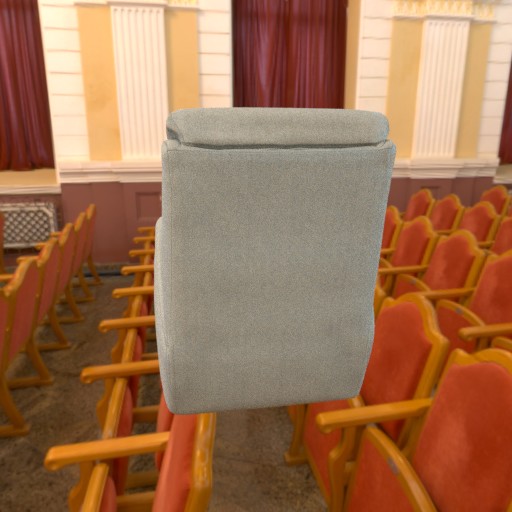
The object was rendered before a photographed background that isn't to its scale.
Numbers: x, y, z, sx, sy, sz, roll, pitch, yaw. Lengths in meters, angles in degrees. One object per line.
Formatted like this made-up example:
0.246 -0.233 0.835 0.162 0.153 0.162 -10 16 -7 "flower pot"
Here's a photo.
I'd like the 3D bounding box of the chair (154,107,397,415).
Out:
0.000 0.000 1.665 0.794 1.016 0.940 -2 15 -9 "chair"
